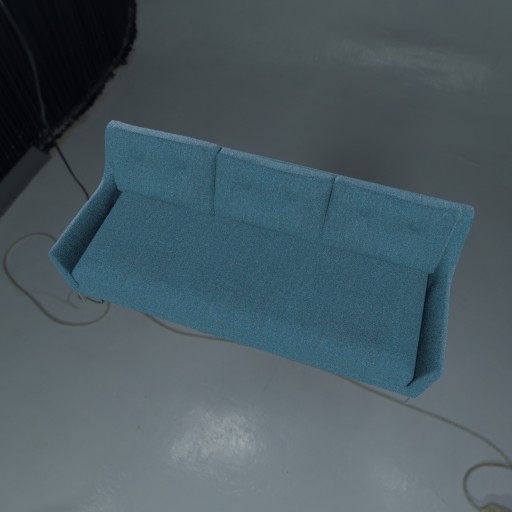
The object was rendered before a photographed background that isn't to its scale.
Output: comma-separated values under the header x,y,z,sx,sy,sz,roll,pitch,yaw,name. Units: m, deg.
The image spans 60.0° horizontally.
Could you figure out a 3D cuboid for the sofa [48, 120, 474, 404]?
x,y,z,sx,sy,sz,roll,pitch,yaw,name
0.000,0.000,2.456,2.060,0.837,0.849,16,59,10,sofa
